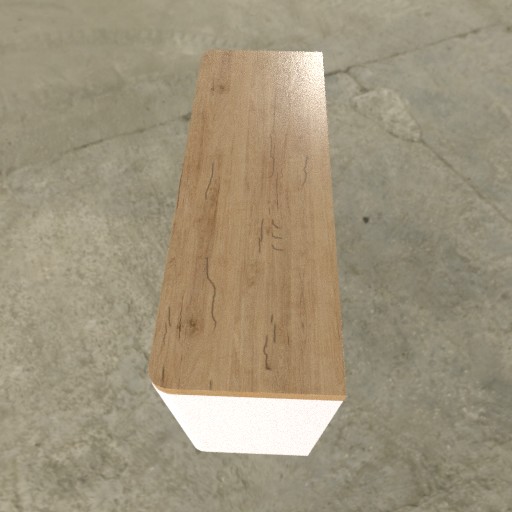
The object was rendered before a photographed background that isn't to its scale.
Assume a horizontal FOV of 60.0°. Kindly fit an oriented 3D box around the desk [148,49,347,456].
[{"bbox_3d":[0.000,0.000,1.468,0.390,0.760,1.100,2,58,1],"label":"desk"}]
